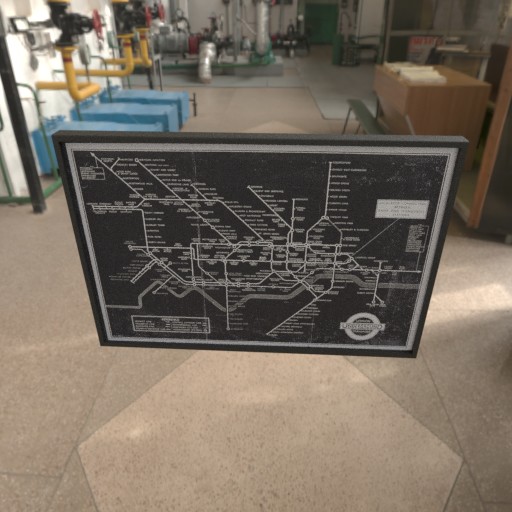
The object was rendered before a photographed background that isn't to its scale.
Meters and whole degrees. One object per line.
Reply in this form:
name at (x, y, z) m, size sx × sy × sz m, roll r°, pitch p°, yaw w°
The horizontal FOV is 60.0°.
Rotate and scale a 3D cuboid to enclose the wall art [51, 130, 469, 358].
wall art at (0.000, 0.000, 0.554) m, size 0.443 × 0.301 × 0.021 m, roll 2°, pitch 30°, yaw 3°
